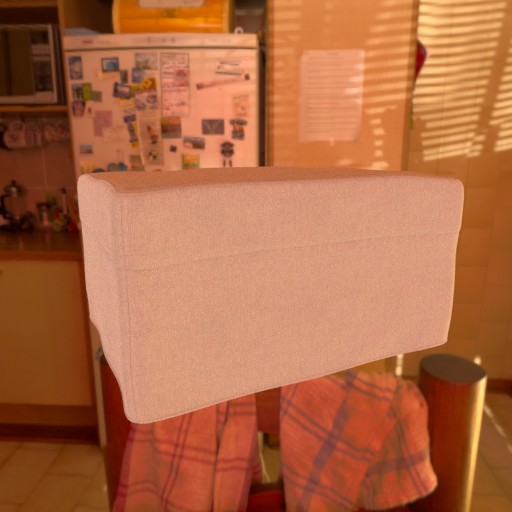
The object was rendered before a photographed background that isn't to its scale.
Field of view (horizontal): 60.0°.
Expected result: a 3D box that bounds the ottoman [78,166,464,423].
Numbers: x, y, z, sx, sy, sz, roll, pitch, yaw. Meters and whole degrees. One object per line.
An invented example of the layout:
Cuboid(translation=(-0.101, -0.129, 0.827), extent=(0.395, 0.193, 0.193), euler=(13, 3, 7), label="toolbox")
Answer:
Cuboid(translation=(0.000, 0.000, 1.213), extent=(0.833, 0.461, 0.648), euler=(-7, 15, -26), label="ottoman")
